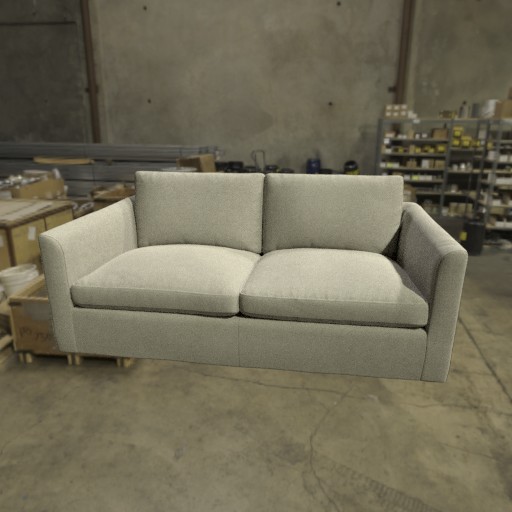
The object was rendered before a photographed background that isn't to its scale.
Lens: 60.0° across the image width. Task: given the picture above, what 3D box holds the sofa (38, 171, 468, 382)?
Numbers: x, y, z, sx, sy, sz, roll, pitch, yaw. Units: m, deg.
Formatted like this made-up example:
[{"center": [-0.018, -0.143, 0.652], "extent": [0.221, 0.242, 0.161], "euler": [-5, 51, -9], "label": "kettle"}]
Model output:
[{"center": [0.000, 0.000, 2.481], "extent": [1.905, 0.839, 1.091], "euler": [3, 17, 8], "label": "sofa"}]
